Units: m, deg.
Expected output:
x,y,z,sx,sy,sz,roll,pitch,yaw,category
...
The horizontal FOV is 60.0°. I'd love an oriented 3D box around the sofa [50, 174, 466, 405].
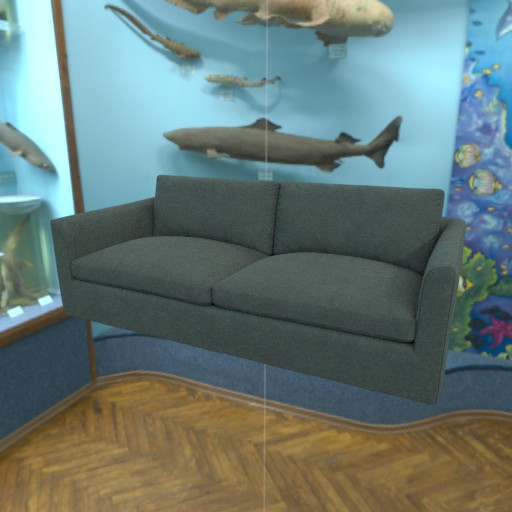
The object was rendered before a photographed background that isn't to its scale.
x,y,z,sx,sy,sz,roll,pitch,yaw,category
0.000,0.000,2.690,2.257,0.838,1.092,8,17,25,sofa
